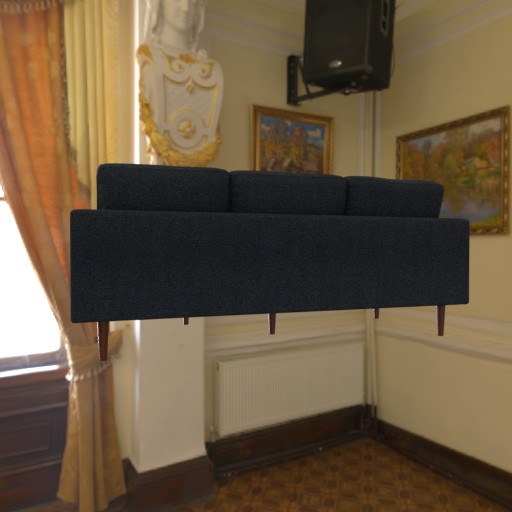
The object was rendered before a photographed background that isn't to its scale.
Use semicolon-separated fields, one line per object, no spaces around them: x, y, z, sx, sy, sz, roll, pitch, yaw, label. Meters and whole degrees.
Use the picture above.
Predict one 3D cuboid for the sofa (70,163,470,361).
0.000;0.000;3.023;2.233;0.956;1.504;0;1;-18;sofa
